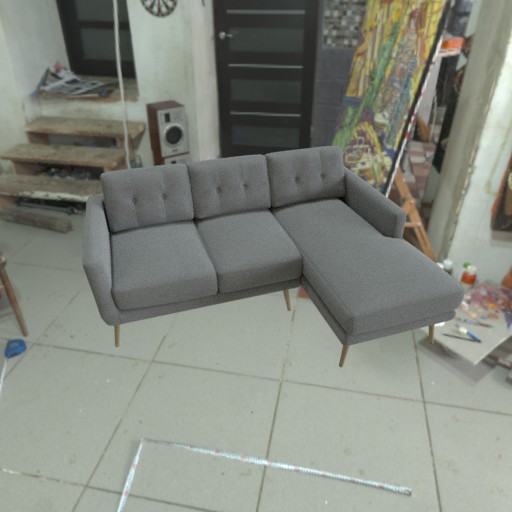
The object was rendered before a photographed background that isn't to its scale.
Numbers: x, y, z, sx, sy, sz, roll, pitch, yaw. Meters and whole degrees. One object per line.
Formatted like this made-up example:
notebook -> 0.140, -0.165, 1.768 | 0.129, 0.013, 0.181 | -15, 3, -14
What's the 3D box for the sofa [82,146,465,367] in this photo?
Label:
sofa -> 0.000, 0.000, 2.853 | 2.040, 0.860, 1.530 | -10, 34, -15
